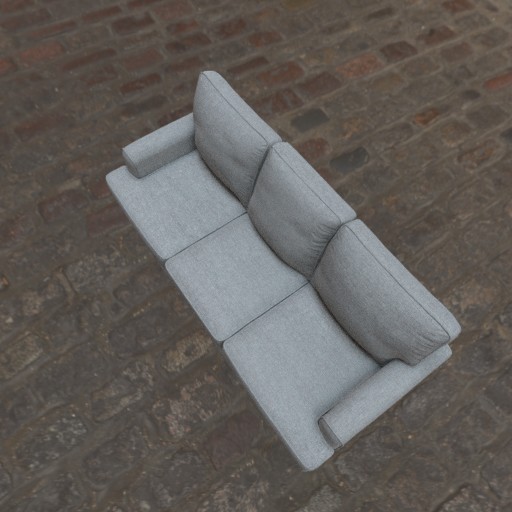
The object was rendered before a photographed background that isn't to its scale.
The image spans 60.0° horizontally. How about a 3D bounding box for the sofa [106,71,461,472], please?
[{"bbox_3d":[0.000,0.000,2.588,0.951,0.965,2.158,-32,67,-16],"label":"sofa"}]
